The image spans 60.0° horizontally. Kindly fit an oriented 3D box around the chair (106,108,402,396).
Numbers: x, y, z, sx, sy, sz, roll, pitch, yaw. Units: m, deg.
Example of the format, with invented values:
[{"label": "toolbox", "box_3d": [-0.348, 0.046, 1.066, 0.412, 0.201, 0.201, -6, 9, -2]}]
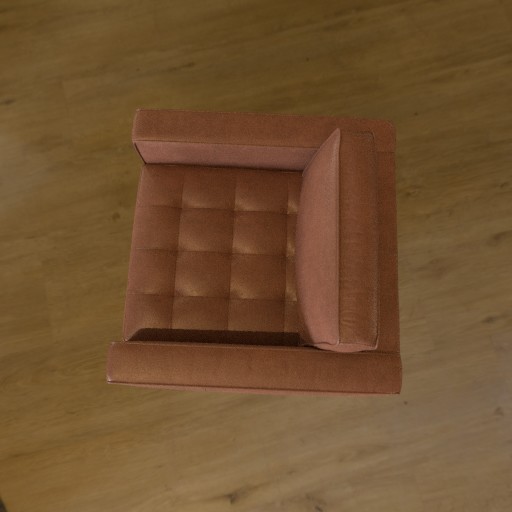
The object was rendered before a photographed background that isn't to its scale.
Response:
[{"label": "chair", "box_3d": [0.000, 0.000, 1.554, 0.900, 0.770, 0.920, 2, 78, 1]}]
